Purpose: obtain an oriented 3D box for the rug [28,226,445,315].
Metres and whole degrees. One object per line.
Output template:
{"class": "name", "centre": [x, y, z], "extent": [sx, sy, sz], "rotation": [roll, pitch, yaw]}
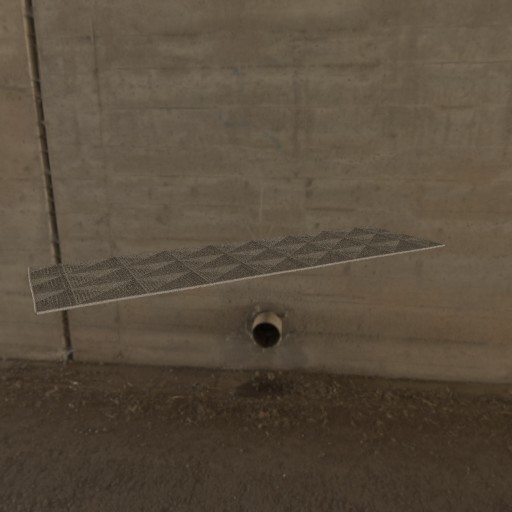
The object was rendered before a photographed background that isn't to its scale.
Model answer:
{"class": "rug", "centre": [0.000, 0.000, 2.383], "extent": [2.182, 0.015, 0.645], "rotation": [-8, 17, -27]}
